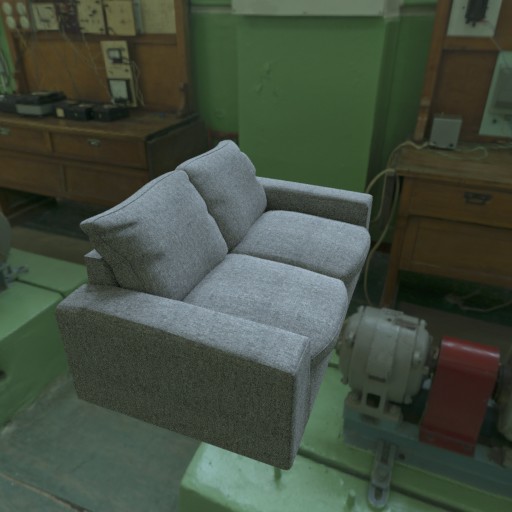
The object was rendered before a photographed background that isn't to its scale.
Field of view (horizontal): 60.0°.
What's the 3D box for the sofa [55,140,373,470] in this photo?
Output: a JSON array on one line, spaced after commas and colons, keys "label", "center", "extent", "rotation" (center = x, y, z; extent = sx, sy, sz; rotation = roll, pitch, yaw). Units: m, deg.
[{"label": "sofa", "center": [0.000, 0.000, 2.391], "extent": [1.094, 0.877, 1.758], "rotation": [11, 31, 18]}]
